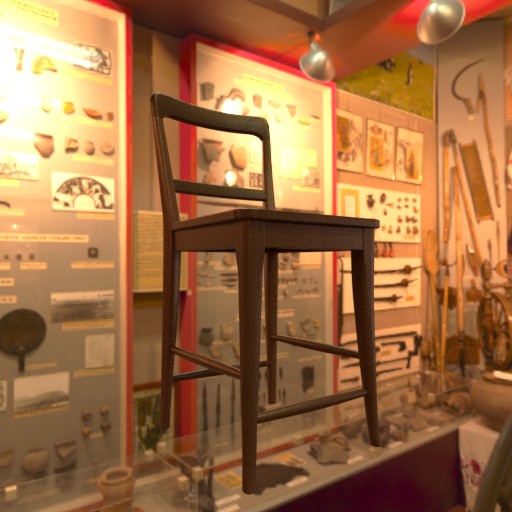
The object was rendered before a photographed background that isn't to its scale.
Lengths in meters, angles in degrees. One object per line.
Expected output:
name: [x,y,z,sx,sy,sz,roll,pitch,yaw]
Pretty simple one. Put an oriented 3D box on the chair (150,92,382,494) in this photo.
chair: [0.000,0.000,1.252,0.450,0.991,0.546,1,-1,-36]
